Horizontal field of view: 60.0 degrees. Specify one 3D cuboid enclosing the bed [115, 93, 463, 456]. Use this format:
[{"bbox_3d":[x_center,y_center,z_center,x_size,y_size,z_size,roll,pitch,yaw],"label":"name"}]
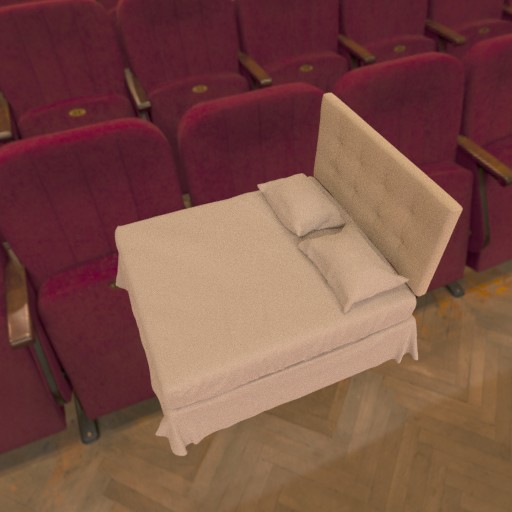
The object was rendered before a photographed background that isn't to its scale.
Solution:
[{"bbox_3d":[0.000,0.000,3.476,2.222,1.577,1.936,-17,49,-16],"label":"bed"}]
